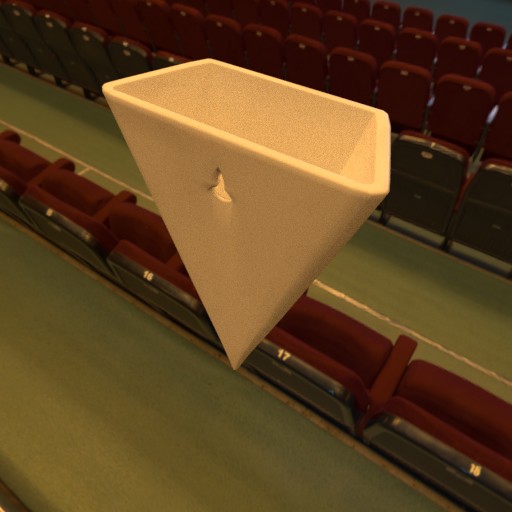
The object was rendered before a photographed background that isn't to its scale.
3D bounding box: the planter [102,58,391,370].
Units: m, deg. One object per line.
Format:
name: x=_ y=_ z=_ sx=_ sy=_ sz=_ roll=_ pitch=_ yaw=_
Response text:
planter: x=0.000 y=0.000 z=0.273 sx=0.150 sy=0.197 sz=0.060 roll=27 pitch=52 yaw=23
